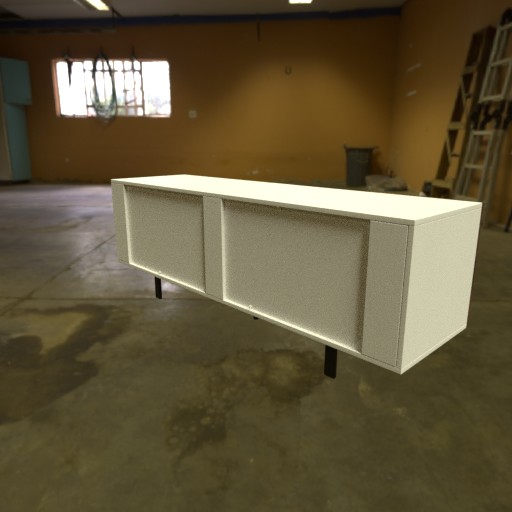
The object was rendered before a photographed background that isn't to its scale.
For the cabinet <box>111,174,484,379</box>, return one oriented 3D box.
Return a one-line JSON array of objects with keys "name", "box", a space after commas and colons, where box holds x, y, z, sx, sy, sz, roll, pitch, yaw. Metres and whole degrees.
[{"name": "cabinet", "box": [0.000, 0.000, 1.756, 0.431, 0.533, 1.499, -14, 20, -42]}]
